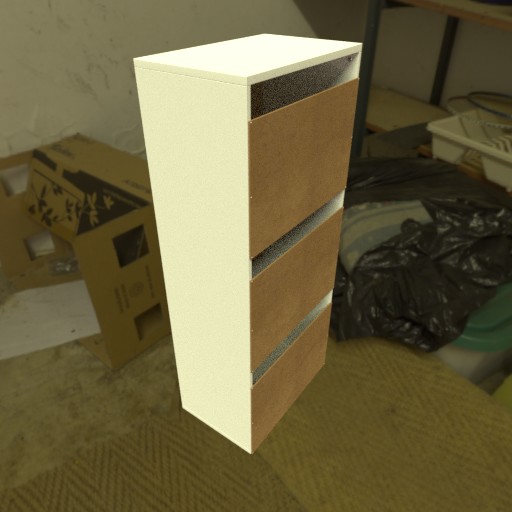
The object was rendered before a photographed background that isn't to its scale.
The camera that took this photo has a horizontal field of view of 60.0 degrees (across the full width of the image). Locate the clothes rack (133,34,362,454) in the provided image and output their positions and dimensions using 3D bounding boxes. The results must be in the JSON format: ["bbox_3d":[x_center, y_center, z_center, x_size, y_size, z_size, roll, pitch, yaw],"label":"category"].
[{"bbox_3d":[0.000,0.000,1.393,0.331,1.187,0.500,22,39,29],"label":"clothes rack"}]
